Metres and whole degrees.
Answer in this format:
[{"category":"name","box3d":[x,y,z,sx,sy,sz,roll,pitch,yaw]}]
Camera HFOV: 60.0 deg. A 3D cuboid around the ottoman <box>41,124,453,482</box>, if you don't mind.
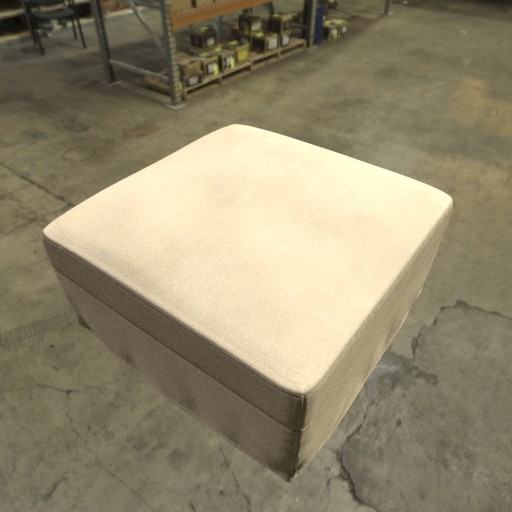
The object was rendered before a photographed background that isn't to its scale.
[{"category":"ottoman","box3d":[0.000,0.000,1.312,0.843,0.441,0.842,26,47,27]}]
